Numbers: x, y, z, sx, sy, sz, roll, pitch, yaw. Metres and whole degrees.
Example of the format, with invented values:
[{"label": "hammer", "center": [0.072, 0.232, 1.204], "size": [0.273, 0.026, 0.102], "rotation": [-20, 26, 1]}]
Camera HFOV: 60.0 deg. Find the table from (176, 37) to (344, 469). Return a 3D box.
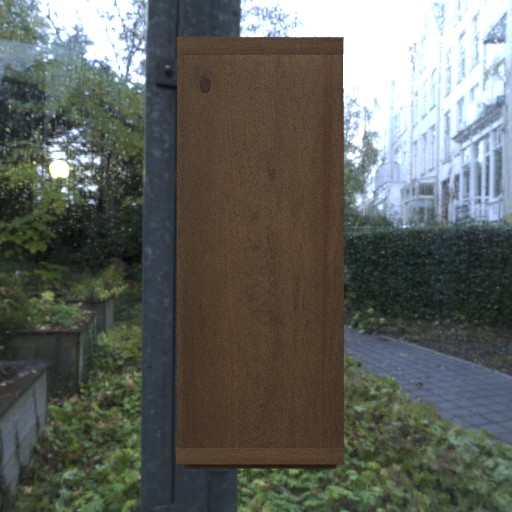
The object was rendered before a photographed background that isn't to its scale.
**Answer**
[{"label": "table", "center": [0.000, 0.000, 1.760], "size": [0.524, 1.294, 0.901], "rotation": [0, 0, 0]}]
